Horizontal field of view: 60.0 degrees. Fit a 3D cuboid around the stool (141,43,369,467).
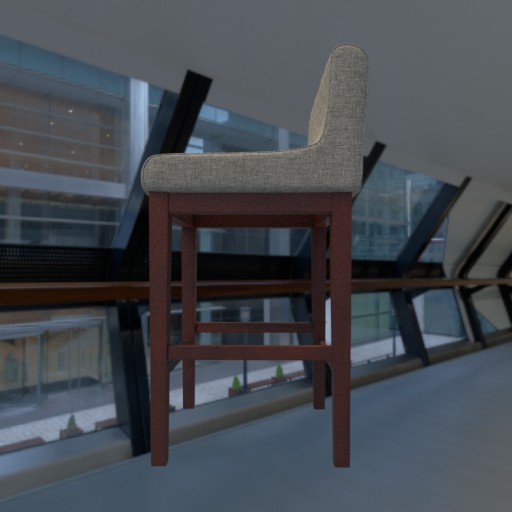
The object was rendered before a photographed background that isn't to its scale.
[{"bbox_3d":[0.000,0.000,1.062,0.459,0.835,0.417,0,-1,1],"label":"stool"}]
